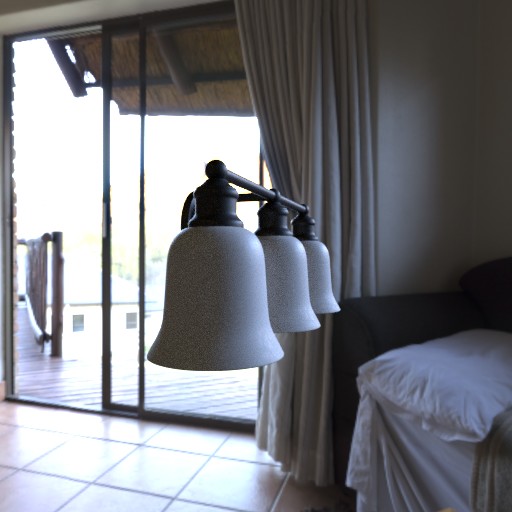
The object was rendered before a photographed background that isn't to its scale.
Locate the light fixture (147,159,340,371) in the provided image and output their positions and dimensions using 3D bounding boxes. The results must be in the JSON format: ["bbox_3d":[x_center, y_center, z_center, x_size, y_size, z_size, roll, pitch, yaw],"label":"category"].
[{"bbox_3d":[0.000,0.000,0.684,0.198,0.211,0.570,0,0,19],"label":"light fixture"}]
